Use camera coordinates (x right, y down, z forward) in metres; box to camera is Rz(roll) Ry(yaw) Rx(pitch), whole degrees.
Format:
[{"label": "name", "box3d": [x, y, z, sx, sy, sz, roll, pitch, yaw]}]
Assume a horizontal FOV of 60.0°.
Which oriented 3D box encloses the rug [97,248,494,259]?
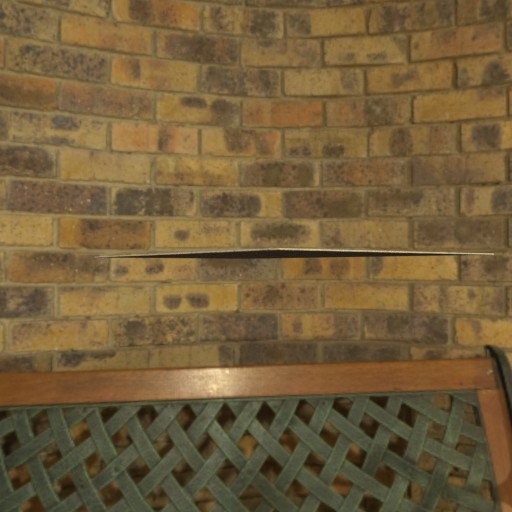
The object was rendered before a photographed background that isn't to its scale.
[{"label": "rug", "box3d": [0.000, 0.000, 3.001, 1.507, 0.007, 2.433, 1, -1, -35]}]
